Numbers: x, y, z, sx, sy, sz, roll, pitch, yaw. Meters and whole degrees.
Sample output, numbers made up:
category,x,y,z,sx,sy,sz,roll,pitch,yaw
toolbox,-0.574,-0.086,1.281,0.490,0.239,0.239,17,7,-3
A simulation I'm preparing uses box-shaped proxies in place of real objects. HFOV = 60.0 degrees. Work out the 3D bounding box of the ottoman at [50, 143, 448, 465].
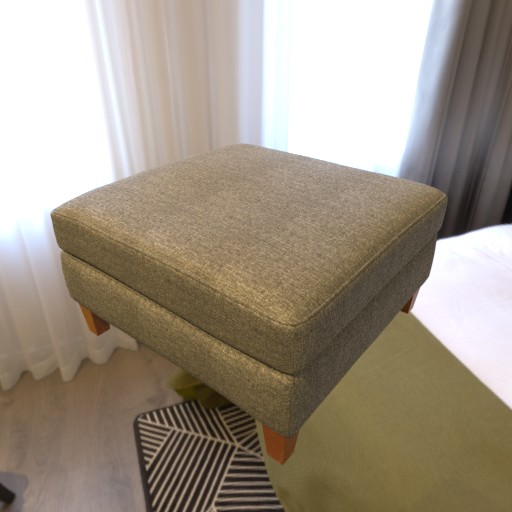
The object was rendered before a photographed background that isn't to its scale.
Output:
category,x,y,z,sx,sy,sz,roll,pitch,yaw
ottoman,0.000,0.000,1.351,0.838,0.481,0.838,22,37,33
